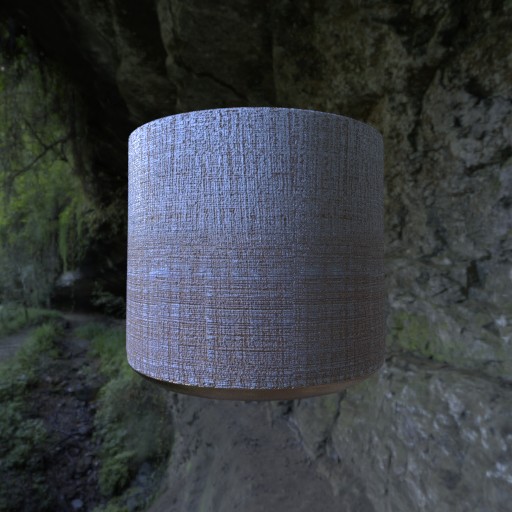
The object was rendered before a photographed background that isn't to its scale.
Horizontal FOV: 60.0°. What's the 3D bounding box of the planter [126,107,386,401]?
[{"bbox_3d":[0.000,0.000,0.193,0.109,0.096,0.109,0,0,0],"label":"planter"}]
